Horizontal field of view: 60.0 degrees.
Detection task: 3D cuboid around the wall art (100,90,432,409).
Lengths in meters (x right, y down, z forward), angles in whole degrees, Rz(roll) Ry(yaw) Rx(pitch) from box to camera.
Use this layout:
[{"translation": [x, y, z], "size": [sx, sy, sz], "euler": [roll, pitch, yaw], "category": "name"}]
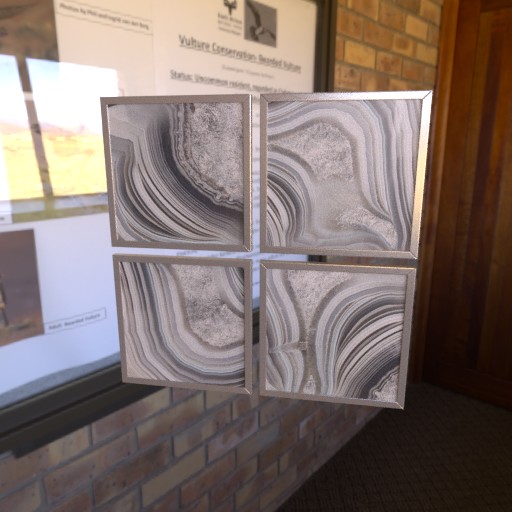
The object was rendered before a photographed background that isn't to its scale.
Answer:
[{"translation": [0.000, 0.000, 1.622], "size": [1.118, 1.118, 0.029], "euler": [2, 14, 10], "category": "wall art"}]
